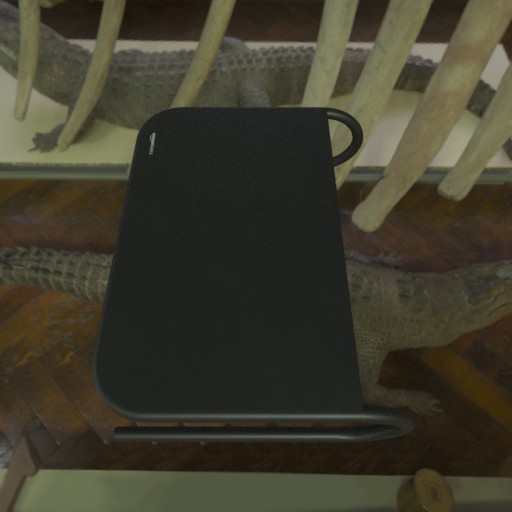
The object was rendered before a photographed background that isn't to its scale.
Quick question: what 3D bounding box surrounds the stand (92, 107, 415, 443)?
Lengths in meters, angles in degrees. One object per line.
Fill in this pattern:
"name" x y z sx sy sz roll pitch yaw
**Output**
"stand" 0.000 0.000 0.490 0.280 0.108 0.370 0 58 0
